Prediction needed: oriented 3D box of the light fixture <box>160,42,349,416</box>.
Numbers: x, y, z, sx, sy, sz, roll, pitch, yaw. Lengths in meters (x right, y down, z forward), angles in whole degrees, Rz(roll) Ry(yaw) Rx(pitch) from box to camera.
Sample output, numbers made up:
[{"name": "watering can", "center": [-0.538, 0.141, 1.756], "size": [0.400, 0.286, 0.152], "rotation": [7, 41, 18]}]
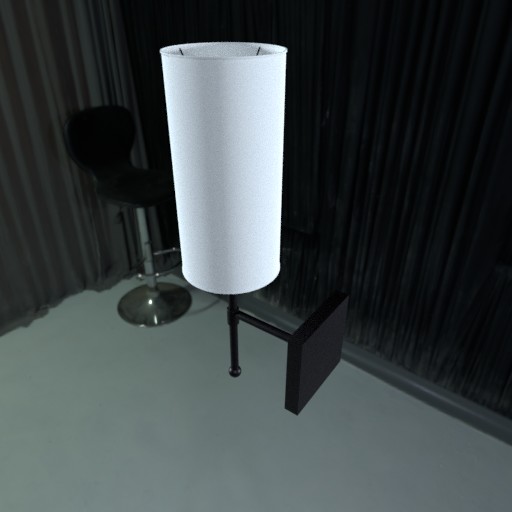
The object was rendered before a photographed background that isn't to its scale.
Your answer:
[{"name": "light fixture", "center": [0.000, 0.000, 0.548], "size": [0.208, 0.462, 0.128], "rotation": [21, 37, 30]}]
